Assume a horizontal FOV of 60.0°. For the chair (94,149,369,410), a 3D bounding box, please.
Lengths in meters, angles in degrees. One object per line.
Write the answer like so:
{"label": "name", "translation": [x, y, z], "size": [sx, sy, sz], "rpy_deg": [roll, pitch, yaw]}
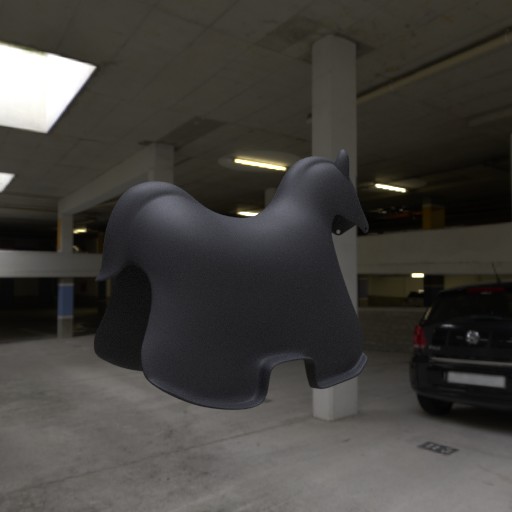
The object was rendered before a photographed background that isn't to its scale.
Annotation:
{"label": "chair", "translation": [0.000, 0.000, 1.131], "size": [0.800, 0.612, 0.429], "rpy_deg": [2, -3, -36]}
